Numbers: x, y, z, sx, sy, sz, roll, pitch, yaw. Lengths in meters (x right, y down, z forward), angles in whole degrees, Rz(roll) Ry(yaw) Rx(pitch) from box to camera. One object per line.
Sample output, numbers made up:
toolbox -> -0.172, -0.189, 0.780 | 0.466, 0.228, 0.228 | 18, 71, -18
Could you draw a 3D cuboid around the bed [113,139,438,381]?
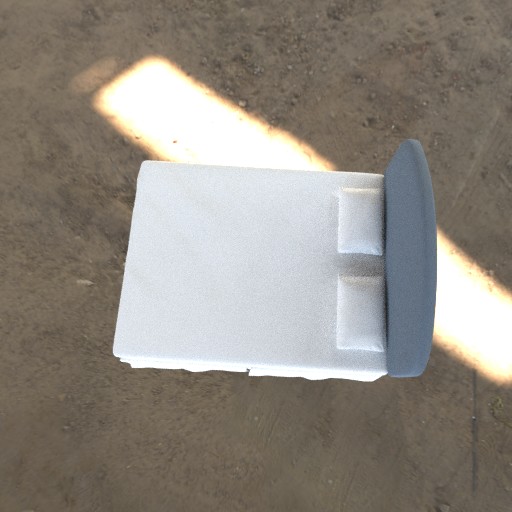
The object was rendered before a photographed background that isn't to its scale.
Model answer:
bed -> 0.000, 0.000, 3.124 | 2.005, 1.410, 1.607 | 4, 74, 1
